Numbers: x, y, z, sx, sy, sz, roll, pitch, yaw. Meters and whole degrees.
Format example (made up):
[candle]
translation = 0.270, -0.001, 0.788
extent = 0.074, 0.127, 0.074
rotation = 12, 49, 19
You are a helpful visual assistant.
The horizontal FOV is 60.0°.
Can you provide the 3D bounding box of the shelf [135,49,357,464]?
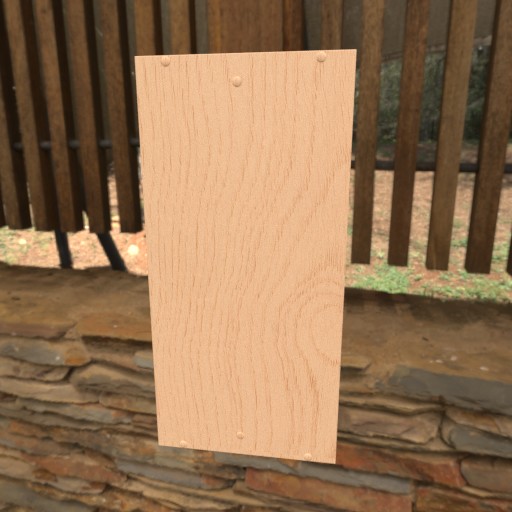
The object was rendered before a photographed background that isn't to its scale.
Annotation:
[shelf]
translation = 0.000, 0.000, 0.762
extent = 0.290, 0.600, 0.250
rotation = 2, 14, 8
